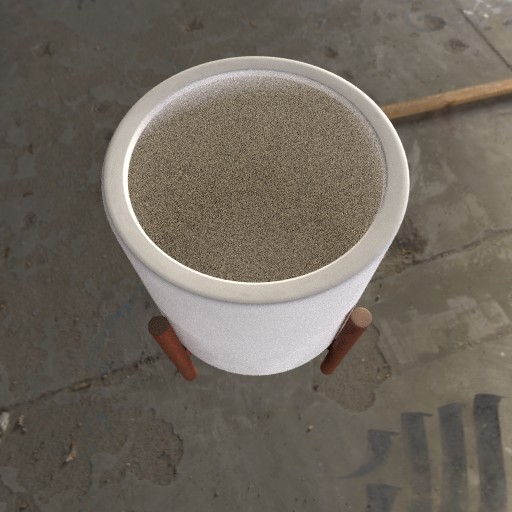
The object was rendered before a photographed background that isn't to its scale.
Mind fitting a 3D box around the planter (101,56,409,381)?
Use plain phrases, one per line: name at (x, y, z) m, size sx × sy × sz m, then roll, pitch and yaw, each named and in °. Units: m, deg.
planter at (0.000, 0.000, 0.866) m, size 0.421 × 0.581 × 0.420 m, roll 0°, pitch 64°, yaw 0°
